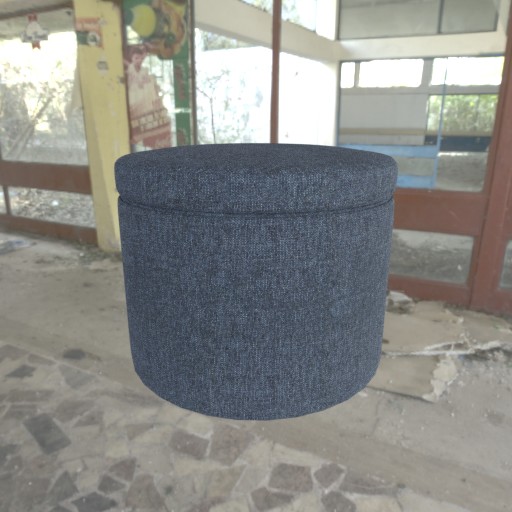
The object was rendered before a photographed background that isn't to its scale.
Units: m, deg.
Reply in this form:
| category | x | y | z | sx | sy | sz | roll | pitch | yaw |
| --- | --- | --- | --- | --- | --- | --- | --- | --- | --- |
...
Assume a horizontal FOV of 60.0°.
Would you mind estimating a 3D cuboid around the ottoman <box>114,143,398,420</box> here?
| category | x | y | z | sx | sy | sz | roll | pitch | yaw |
| --- | --- | --- | --- | --- | --- | --- | --- | --- | --- |
| ottoman | 0.000 | 0.000 | 0.867 | 0.500 | 0.419 | 0.500 | 0 | 17 | 0 |
